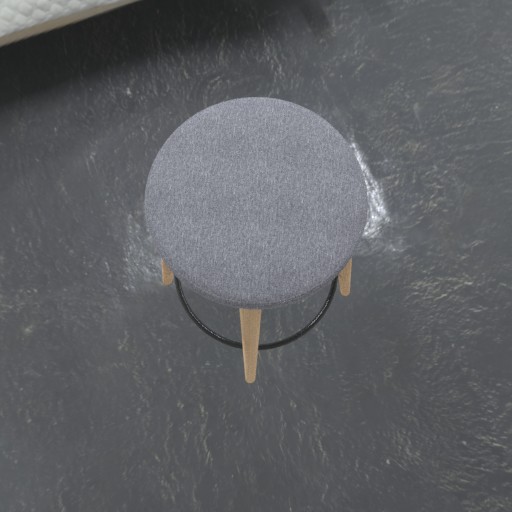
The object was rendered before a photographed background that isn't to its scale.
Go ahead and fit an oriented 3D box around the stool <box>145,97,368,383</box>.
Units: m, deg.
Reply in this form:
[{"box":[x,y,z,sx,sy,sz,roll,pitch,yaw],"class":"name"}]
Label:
[{"box":[0.000,0.000,0.978,0.410,0.770,0.410,-41,79,-9],"class":"stool"}]
